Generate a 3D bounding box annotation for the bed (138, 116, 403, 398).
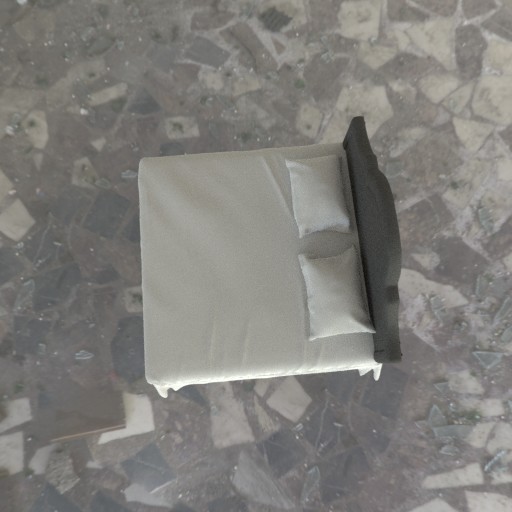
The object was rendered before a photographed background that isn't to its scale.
[{"bbox_3d":[0.000,0.000,3.788,2.222,1.631,2.303,-5,77,-1],"label":"bed"}]
